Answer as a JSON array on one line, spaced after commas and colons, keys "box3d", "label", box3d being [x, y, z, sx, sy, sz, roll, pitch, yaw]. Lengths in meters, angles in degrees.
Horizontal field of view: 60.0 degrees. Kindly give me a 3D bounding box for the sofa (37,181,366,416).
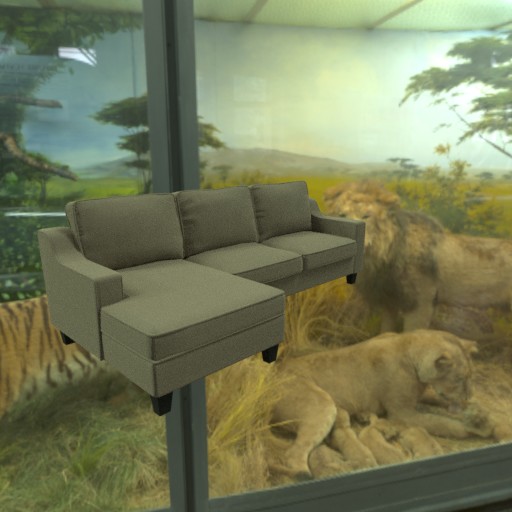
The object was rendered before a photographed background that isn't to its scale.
[{"box3d": [0.000, 0.000, 3.239, 2.561, 0.928, 1.294, -14, 19, -43], "label": "sofa"}]
